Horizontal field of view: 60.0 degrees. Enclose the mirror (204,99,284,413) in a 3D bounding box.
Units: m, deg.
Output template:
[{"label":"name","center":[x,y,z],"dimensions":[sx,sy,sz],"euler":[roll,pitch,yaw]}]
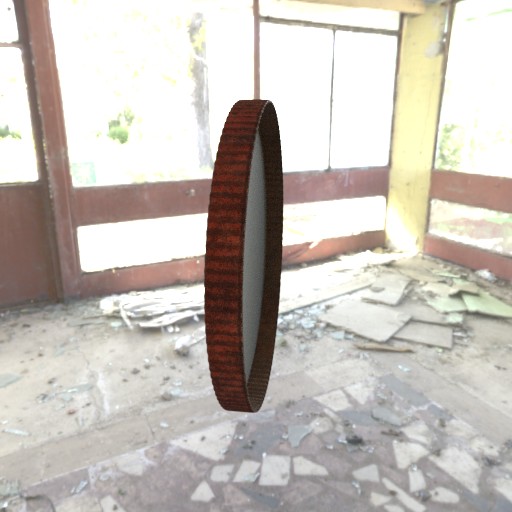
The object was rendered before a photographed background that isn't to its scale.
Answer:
[{"label":"mirror","center":[0.000,0.000,0.913],"dimensions":[0.056,0.609,0.609],"euler":[3,17,8]}]
